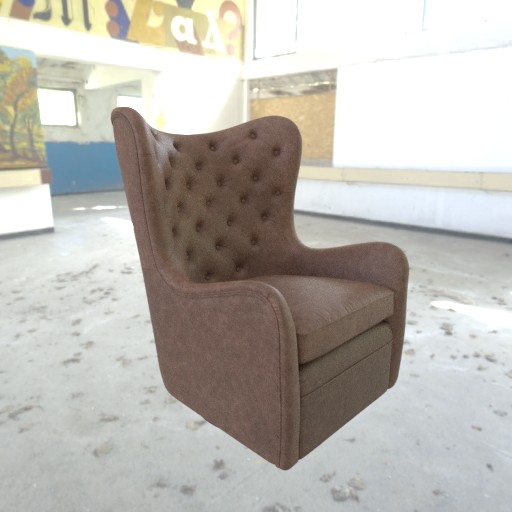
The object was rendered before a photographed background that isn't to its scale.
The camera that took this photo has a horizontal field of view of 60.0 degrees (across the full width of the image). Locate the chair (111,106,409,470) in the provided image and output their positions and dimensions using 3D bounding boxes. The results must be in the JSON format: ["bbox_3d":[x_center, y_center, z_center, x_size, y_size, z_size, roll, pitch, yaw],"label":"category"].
[{"bbox_3d":[0.000,0.000,1.704,0.930,1.079,0.831,14,20,42],"label":"chair"}]
